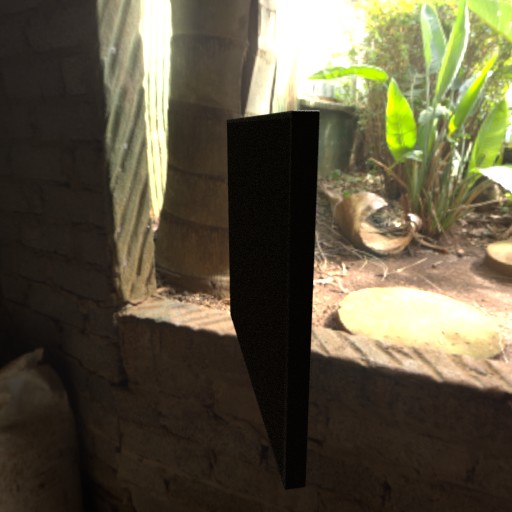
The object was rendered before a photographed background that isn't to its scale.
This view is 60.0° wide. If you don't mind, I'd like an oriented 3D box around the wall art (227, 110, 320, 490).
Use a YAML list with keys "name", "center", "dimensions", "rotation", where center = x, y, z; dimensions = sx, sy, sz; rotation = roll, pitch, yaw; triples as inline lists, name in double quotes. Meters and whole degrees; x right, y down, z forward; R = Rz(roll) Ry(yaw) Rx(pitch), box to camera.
- name: "wall art"
  center: [0.000, 0.000, 0.764]
  dimensions: [0.029, 0.458, 0.559]
  rotation: [-3, 16, -10]
